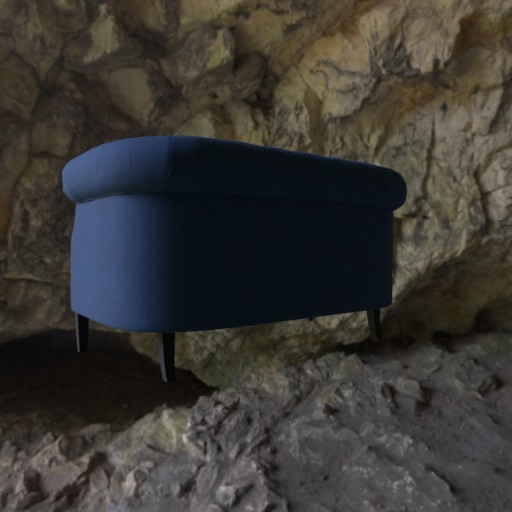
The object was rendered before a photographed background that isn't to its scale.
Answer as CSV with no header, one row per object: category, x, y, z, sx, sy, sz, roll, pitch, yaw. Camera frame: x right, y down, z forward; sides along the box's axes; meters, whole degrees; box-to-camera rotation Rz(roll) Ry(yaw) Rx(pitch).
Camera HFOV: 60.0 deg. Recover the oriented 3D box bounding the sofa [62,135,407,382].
sofa,0.000,0.000,2.024,1.558,0.827,0.835,-1,1,-36
